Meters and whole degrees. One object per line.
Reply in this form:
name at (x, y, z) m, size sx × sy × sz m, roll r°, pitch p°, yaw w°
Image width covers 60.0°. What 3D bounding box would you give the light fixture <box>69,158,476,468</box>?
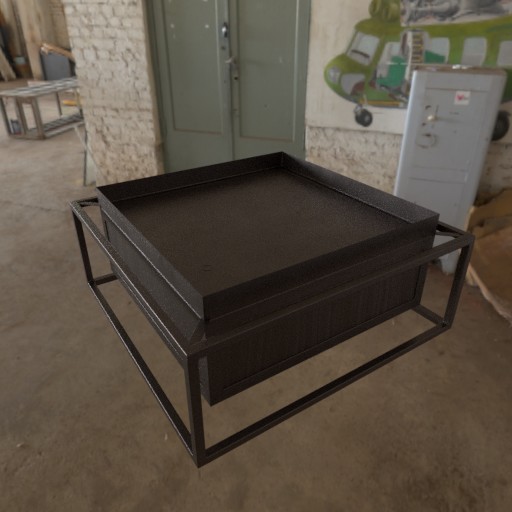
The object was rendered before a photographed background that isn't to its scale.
light fixture at (0.000, 0.000, 0.701) m, size 0.441 × 0.191 × 0.441 m, roll -18°, pitch 34°, yaw -29°
